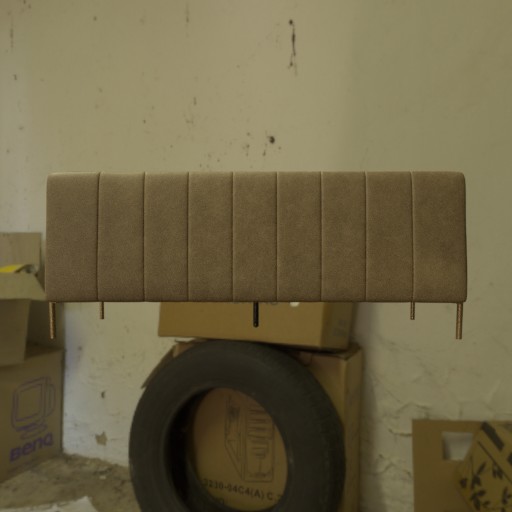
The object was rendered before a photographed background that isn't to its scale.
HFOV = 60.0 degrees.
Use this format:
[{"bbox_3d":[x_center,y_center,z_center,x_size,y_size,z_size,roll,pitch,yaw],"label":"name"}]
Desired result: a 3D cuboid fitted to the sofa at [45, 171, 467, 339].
[{"bbox_3d":[0.000,0.000,2.425,1.980,0.779,0.876,0,-1,1],"label":"sofa"}]
